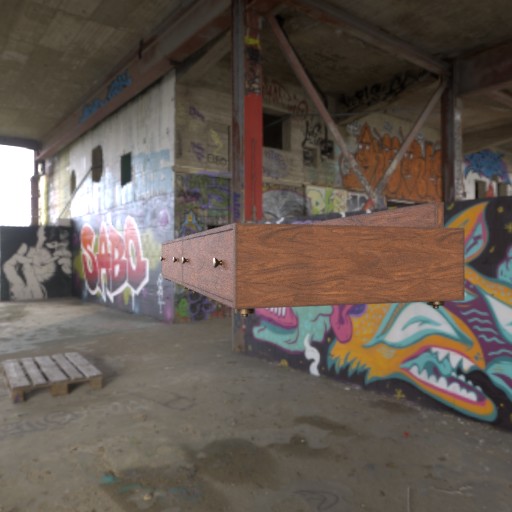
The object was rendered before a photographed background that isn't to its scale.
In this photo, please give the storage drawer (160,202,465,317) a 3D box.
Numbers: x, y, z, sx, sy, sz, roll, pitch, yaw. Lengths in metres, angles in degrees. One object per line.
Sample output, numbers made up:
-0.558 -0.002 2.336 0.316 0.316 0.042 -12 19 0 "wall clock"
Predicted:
0.000 0.000 2.196 0.774 0.339 1.914 0 0 -18 "storage drawer"
